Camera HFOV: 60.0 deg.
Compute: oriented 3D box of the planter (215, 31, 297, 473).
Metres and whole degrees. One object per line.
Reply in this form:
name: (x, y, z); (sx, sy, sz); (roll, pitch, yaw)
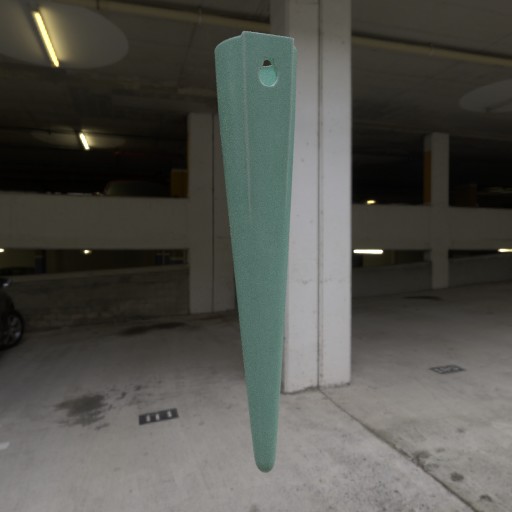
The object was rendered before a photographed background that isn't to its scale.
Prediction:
planter: (0.000, 0.000, 0.294); (0.054, 0.268, 0.055); (0, 1, -16)
